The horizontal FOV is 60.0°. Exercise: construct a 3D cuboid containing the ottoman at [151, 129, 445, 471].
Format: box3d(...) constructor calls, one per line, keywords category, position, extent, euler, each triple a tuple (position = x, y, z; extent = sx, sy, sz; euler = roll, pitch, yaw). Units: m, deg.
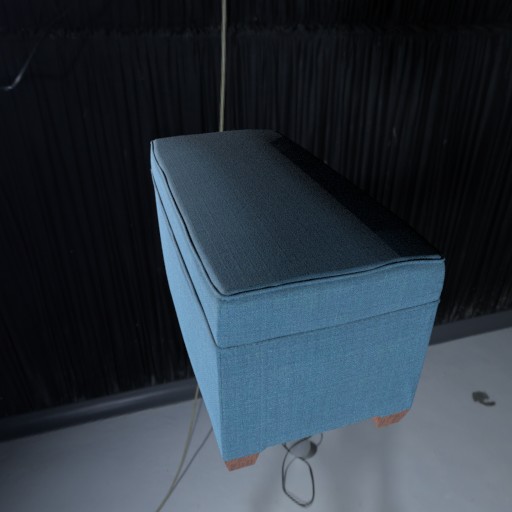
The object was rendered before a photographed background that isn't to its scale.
box3d(category="ottoman", position=(0.000, 0.000, 1.220), extent=(0.474, 0.474, 0.943), euler=(-9, 32, -15))
